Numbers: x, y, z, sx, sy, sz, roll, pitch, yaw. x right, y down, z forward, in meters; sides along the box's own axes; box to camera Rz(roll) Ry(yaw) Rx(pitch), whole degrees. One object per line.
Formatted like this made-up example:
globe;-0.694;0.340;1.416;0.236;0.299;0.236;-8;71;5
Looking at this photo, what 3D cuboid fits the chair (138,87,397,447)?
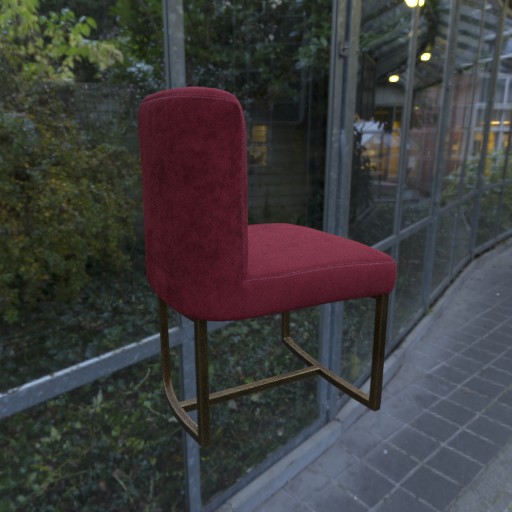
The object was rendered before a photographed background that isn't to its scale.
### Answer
chair;0.000;0.000;1.217;0.560;0.824;0.530;-7;16;-27
